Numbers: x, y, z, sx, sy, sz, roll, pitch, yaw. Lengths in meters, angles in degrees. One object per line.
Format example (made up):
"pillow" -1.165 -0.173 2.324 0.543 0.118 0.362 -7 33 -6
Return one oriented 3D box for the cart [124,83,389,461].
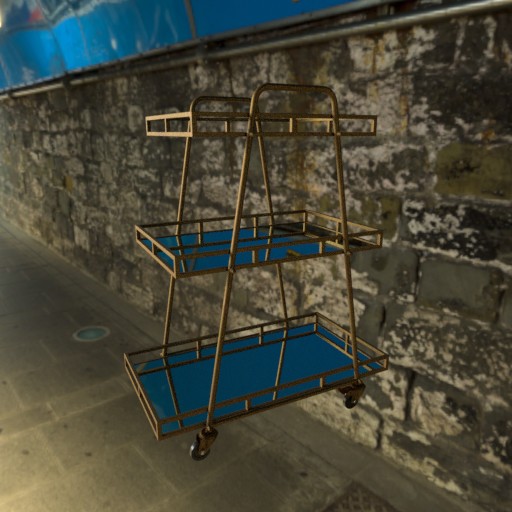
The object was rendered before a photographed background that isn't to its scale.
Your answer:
"cart" 0.000 0.000 1.265 0.711 0.883 0.441 -8 17 -26
